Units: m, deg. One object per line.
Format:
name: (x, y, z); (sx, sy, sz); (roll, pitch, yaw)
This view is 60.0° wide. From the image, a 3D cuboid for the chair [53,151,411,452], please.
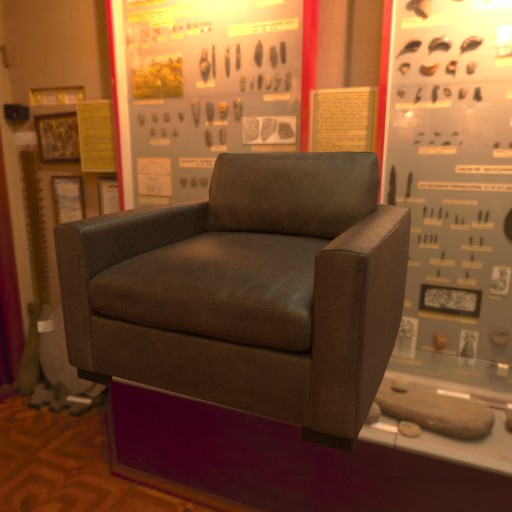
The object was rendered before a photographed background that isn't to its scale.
chair: (0.000, 0.000, 1.766); (1.100, 0.812, 1.069); (6, 15, 24)
